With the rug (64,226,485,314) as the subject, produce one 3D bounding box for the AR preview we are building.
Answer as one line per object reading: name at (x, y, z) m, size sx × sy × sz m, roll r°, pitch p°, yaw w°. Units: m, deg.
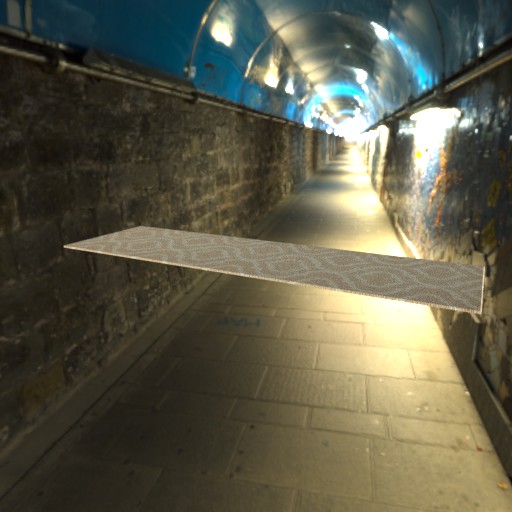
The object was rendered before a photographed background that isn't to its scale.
rug at (0.000, 0.000, 2.489) m, size 2.289 × 0.013 × 0.691 m, roll 8°, pitch 17°, yaw 26°
